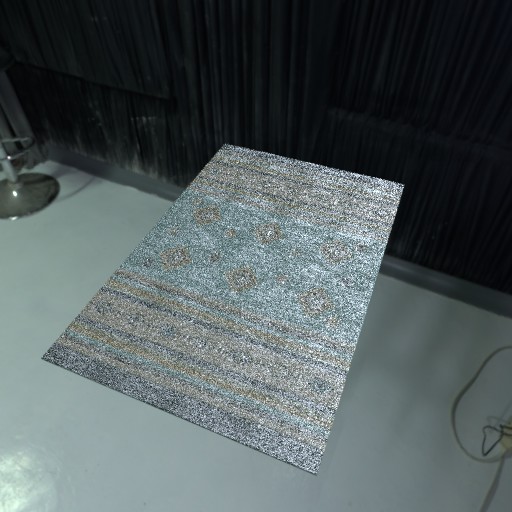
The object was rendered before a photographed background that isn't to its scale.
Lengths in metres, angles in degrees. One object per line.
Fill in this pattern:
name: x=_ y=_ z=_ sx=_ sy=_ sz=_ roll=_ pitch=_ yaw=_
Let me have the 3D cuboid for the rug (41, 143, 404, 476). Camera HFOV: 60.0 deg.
rug: x=0.000 y=0.000 z=2.291 sx=1.212 sy=0.010 sz=1.811 roll=17 pitch=48 yaw=15
